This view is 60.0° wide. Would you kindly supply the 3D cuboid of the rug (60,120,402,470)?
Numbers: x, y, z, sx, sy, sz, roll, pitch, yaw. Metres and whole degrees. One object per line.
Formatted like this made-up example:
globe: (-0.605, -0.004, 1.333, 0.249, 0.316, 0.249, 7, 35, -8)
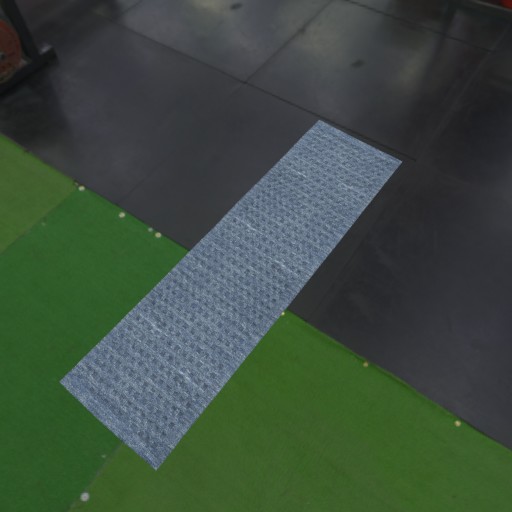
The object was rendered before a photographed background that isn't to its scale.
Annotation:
rug: (0.000, 0.000, 2.676, 0.688, 0.008, 2.443, 33, 64, 18)
